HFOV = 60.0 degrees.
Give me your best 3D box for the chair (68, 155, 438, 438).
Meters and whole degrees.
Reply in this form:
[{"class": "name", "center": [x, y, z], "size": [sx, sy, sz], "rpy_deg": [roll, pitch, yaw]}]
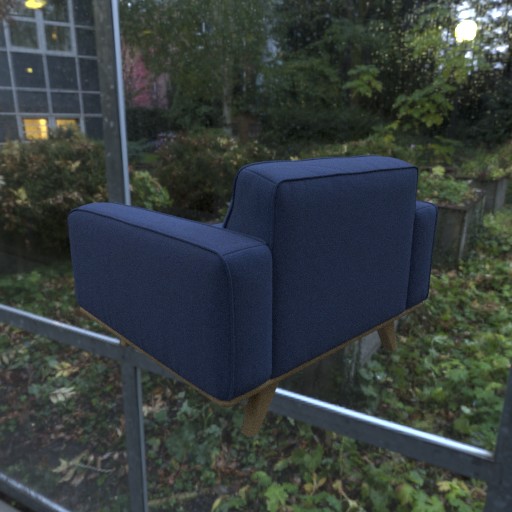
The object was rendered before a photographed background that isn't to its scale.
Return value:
[{"class": "chair", "center": [0.000, 0.000, 1.744], "size": [1.118, 0.783, 0.953], "rpy_deg": [-14, 21, -41]}]
